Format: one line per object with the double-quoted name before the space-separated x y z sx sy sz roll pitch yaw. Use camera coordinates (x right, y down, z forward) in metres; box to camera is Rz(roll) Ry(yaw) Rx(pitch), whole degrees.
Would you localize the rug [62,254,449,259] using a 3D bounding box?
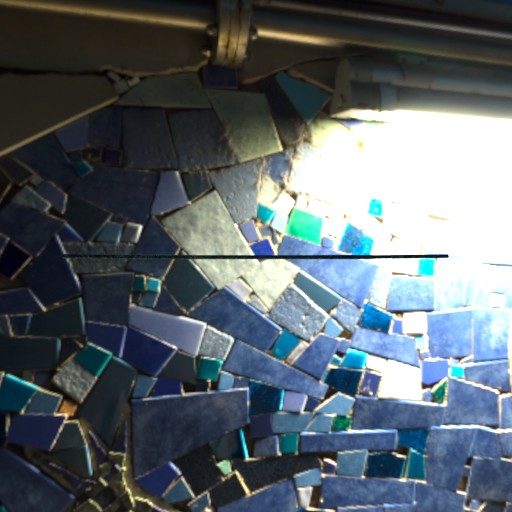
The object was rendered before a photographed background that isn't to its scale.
"rug" 0.000 0.000 2.140 1.136 0.017 1.728 0 0 0
